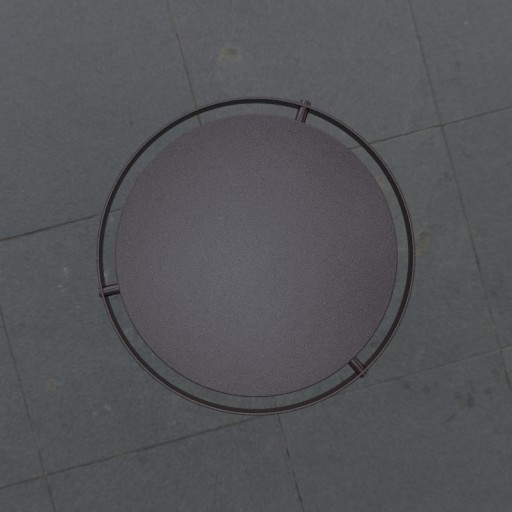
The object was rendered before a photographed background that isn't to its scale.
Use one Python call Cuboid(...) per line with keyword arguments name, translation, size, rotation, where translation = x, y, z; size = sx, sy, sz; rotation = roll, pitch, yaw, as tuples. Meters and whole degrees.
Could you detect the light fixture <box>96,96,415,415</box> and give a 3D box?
Cuboid(name="light fixture", translation=(0.000, 0.000, 0.561), size=(0.361, 0.130, 0.361), rotation=(0, 89, -2))
